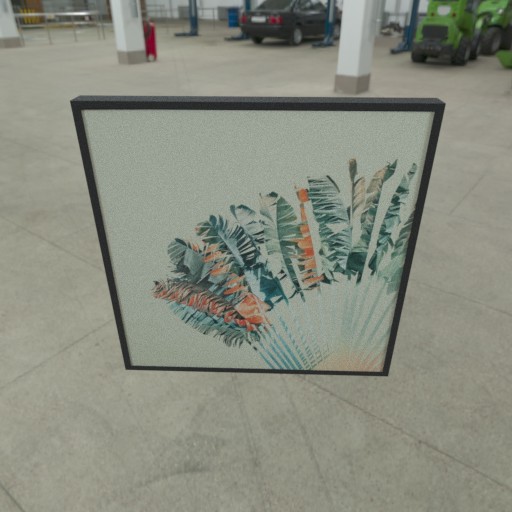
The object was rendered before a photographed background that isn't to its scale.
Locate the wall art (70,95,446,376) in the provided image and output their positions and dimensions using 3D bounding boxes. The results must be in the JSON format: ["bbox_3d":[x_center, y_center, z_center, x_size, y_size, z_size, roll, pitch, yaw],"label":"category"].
[{"bbox_3d":[0.000,0.000,0.745,0.509,0.507,0.037,1,31,2],"label":"wall art"}]
